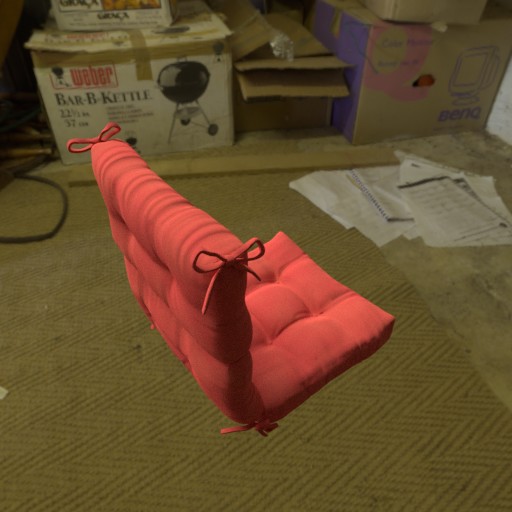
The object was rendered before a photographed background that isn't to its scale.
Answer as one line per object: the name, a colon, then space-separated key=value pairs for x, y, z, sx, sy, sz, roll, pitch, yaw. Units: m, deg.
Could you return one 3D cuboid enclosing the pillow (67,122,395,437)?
pillow: x=0.000 y=0.000 z=1.025 sx=0.571 sy=0.605 sz=0.519 roll=-26 pitch=47 yaw=-28
